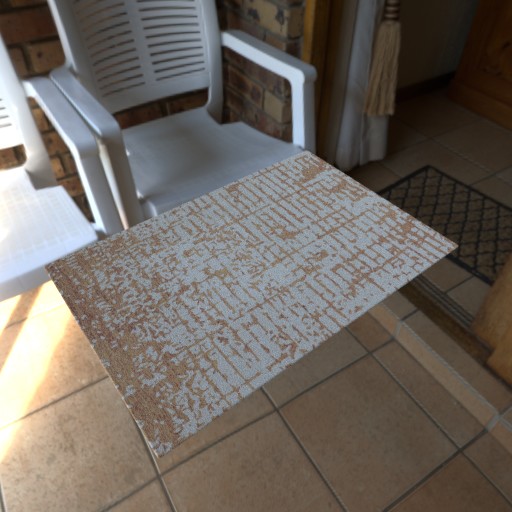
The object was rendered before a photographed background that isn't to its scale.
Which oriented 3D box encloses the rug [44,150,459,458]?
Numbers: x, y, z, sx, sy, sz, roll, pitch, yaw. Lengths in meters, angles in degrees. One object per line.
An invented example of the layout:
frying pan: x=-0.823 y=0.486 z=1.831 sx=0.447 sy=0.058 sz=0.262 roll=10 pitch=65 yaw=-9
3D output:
rug: x=0.000 y=0.000 z=2.339 sx=1.829 sy=0.011 sz=1.219 roll=-29 pitch=52 yaw=-26
